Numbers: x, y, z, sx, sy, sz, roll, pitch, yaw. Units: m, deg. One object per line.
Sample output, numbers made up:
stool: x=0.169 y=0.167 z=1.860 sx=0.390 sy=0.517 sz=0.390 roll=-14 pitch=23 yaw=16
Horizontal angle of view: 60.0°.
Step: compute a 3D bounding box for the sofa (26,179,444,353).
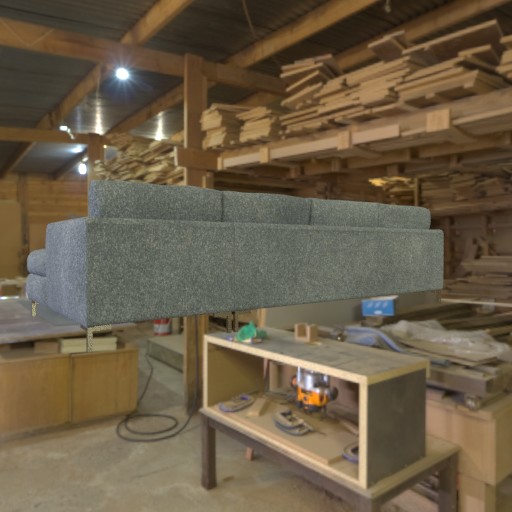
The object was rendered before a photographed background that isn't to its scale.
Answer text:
sofa: x=0.000 y=0.000 z=3.348 sx=2.932 sy=0.810 sz=1.350 roll=-1 pitch=2 yaw=-36
